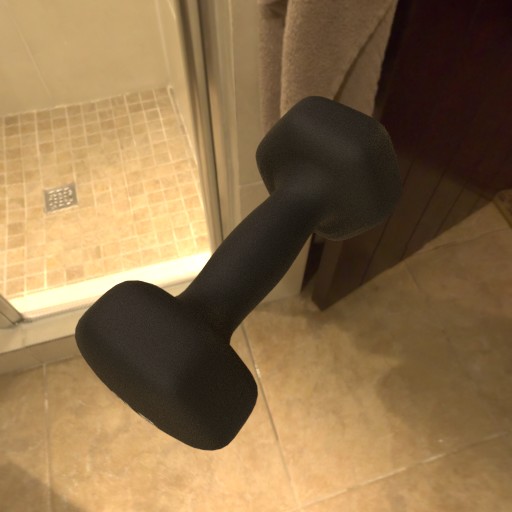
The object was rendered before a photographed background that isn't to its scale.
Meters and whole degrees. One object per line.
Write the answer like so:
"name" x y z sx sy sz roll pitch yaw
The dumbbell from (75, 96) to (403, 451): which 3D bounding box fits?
"dumbbell" 0.000 0.000 0.285 0.112 0.101 0.231 32 63 18
